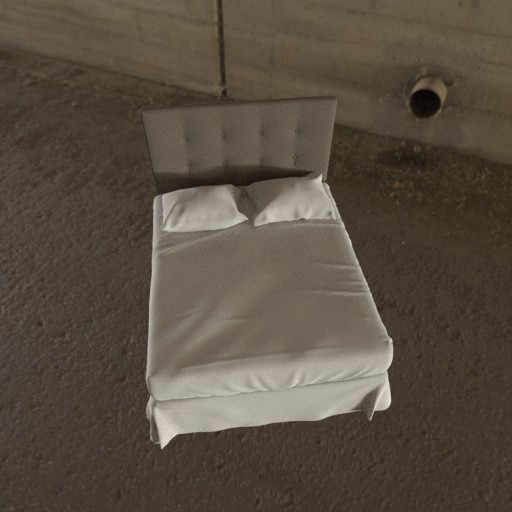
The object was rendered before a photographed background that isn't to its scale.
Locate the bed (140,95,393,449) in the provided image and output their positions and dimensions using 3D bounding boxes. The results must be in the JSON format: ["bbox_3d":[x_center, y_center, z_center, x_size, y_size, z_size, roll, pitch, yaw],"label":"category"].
[{"bbox_3d":[0.000,0.000,3.509,1.936,1.577,2.222,-5,47,-5],"label":"bed"}]
